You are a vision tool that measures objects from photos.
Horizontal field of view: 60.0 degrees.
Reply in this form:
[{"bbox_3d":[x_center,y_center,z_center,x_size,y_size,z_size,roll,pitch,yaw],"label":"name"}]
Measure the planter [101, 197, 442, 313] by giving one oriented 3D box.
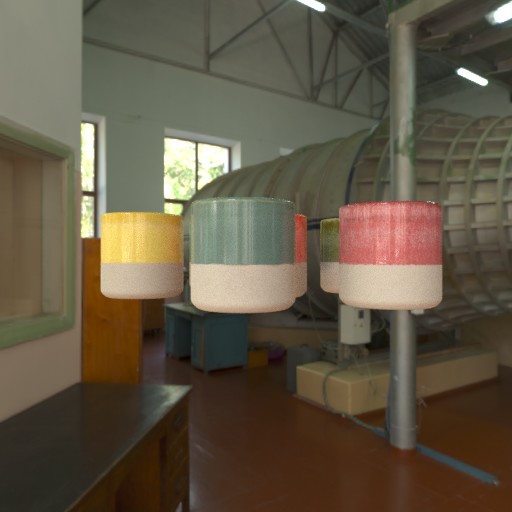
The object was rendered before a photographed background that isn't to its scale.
[{"bbox_3d":[0.000,0.000,0.411,0.286,0.075,0.257,0,0,0],"label":"planter"}]
